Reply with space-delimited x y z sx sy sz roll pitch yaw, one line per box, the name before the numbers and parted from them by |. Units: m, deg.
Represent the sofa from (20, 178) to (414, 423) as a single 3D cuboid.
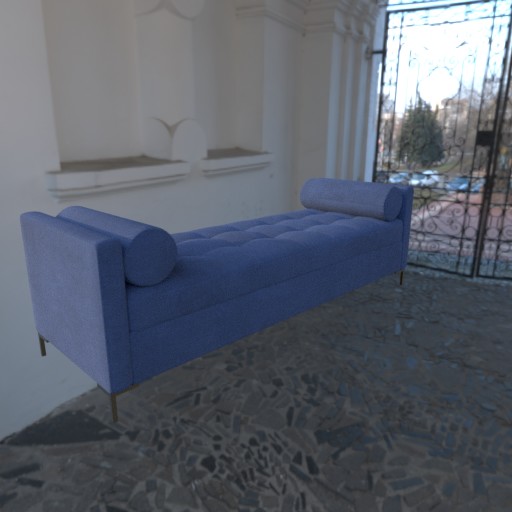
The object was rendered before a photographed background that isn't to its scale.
sofa | 0.000 0.000 2.274 1.981 0.635 0.686 -15 22 -42
